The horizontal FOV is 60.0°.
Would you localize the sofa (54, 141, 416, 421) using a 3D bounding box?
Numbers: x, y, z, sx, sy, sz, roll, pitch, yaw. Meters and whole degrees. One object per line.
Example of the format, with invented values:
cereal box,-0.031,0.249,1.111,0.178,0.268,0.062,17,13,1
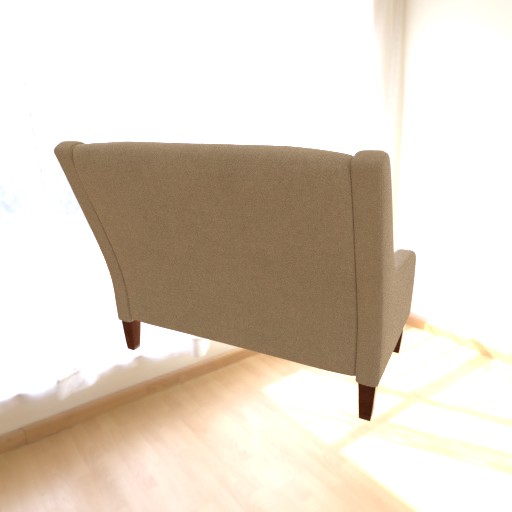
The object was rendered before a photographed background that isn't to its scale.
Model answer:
sofa,0.000,0.000,1.901,1.212,0.976,0.946,9,19,26
